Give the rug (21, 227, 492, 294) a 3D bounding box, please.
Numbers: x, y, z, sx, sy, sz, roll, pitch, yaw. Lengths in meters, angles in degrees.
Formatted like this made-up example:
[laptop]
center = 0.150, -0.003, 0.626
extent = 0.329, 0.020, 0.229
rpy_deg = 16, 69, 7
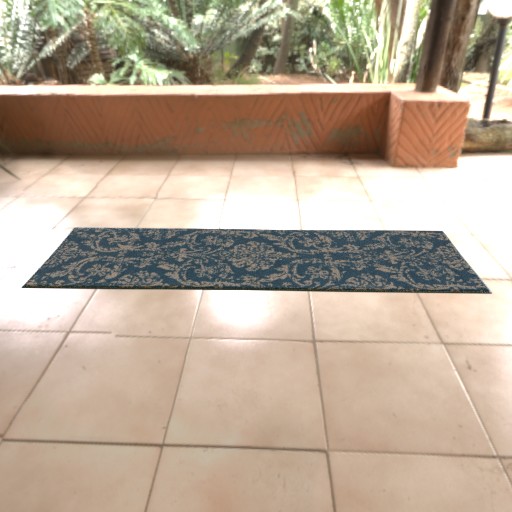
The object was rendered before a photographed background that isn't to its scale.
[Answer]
[rug]
center = 0.000, 0.000, 2.351
extent = 2.196, 0.011, 0.662
rpy_deg = 1, 29, 1
